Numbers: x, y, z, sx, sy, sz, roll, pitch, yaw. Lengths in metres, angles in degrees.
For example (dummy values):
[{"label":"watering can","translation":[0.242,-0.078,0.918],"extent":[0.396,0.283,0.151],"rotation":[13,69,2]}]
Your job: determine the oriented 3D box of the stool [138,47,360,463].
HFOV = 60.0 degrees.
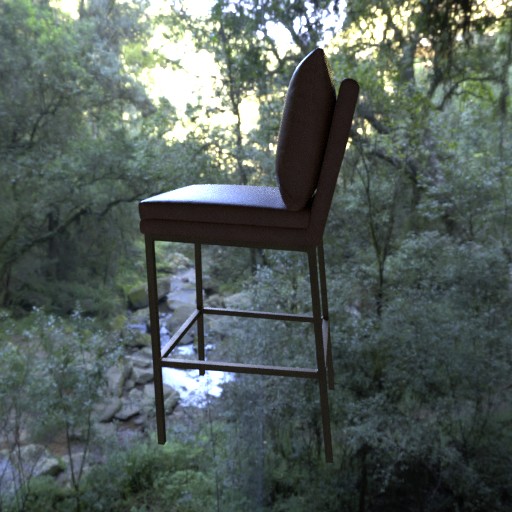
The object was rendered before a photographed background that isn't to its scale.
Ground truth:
[{"label":"stool","translation":[0.000,0.000,1.404],"extent":[0.571,1.124,0.463],"rotation":[3,15,10]}]
